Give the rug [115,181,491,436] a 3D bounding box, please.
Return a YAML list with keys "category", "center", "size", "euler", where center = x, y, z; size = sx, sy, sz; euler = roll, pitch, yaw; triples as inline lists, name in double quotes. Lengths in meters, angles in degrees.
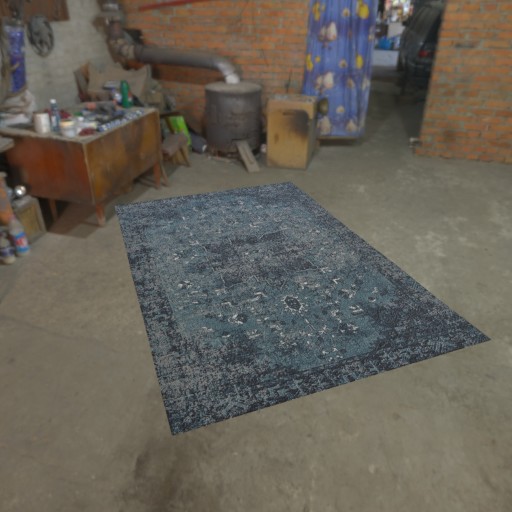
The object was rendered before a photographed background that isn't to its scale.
- category: "rug"
  center: [0.000, 0.000, 2.238]
  size: [1.219, 0.005, 1.828]
  euler: [-11, 31, -18]
